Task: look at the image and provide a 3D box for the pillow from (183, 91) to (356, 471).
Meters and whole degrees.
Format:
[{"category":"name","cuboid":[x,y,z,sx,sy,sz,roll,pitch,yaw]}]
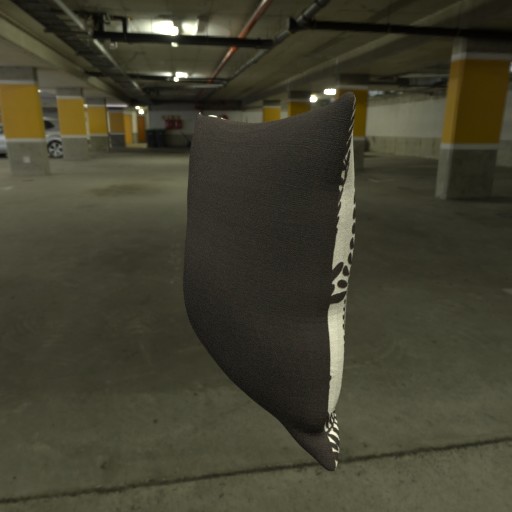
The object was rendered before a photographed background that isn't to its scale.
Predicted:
[{"category":"pillow","cuboid":[0.000,0.000,0.672,0.182,0.441,0.440,-8,18,-27]}]
